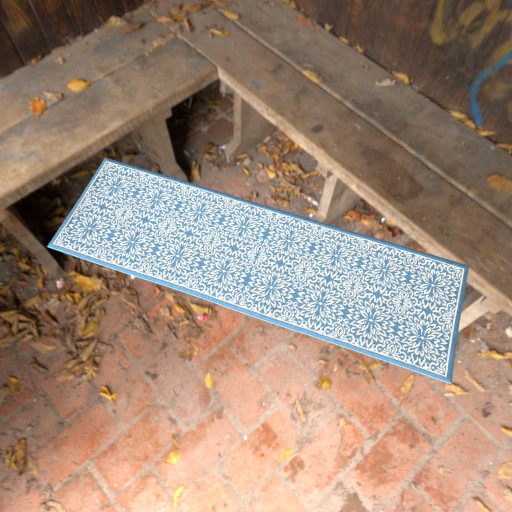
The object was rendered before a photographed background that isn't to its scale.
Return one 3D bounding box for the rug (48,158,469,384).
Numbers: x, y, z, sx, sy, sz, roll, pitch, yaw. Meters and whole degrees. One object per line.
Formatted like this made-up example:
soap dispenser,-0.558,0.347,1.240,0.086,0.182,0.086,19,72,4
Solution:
rug,0.000,0.000,2.406,2.196,0.011,0.662,18,64,9
